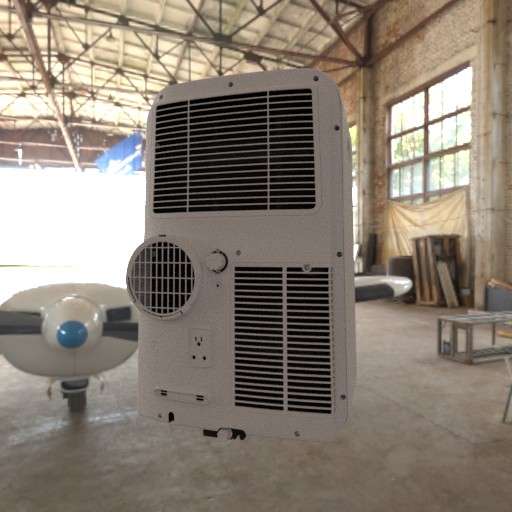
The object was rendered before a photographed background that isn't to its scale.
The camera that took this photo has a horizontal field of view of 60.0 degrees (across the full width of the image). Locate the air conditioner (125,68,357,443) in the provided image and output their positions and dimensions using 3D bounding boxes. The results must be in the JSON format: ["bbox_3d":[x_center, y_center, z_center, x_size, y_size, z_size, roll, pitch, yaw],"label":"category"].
[{"bbox_3d":[0.000,0.000,1.089,0.478,0.765,0.467,0,1,18],"label":"air conditioner"}]
